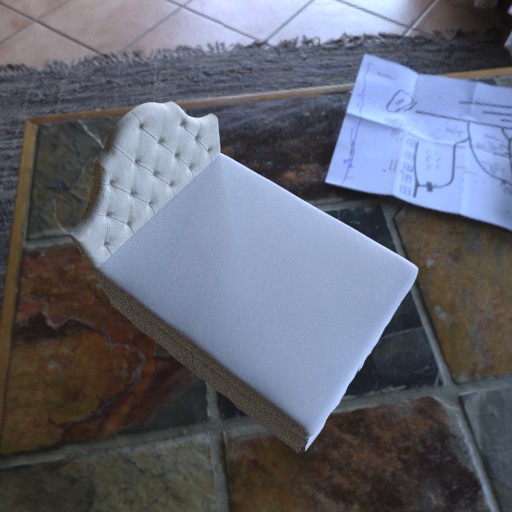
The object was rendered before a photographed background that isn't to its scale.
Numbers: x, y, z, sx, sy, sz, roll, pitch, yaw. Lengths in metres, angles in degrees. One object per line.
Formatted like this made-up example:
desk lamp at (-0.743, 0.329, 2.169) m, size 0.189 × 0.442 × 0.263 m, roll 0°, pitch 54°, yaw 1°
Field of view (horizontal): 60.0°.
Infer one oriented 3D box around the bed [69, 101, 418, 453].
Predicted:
bed at (0.000, 0.000, 3.243) m, size 2.092 × 1.575 × 1.627 m, roll 33°, pitch 64°, yaw 18°
